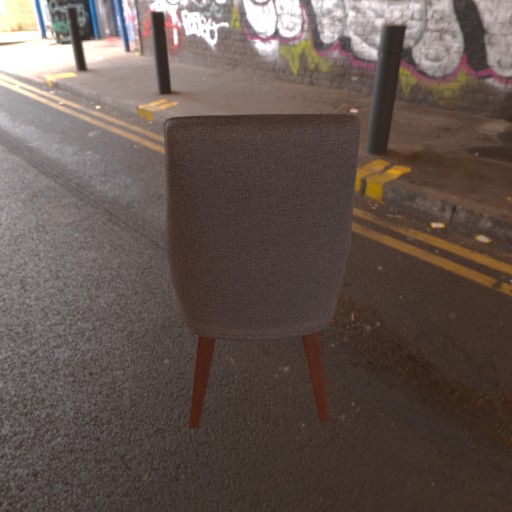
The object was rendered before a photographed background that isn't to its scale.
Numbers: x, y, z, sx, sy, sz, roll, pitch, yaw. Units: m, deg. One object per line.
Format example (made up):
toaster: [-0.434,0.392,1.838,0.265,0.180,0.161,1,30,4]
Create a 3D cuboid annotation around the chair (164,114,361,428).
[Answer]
chair: [0.000,0.000,1.285,0.500,0.930,0.620,-2,31,-3]
